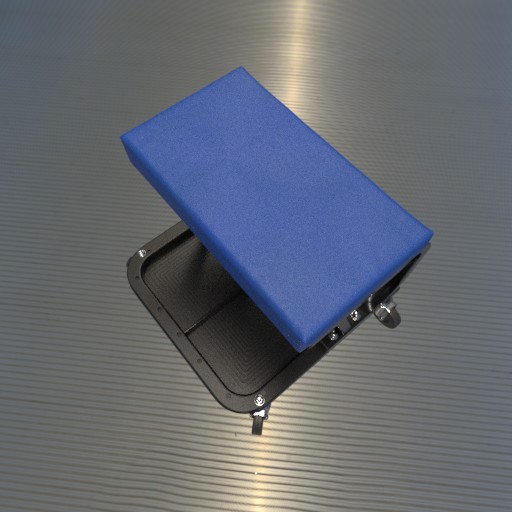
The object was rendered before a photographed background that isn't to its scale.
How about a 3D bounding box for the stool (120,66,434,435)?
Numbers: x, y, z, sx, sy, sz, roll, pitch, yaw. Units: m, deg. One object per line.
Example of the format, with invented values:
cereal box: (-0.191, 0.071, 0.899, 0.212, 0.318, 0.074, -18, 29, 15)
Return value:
stool: (0.000, 0.000, 0.721, 0.371, 0.380, 0.446, -37, 69, -16)
